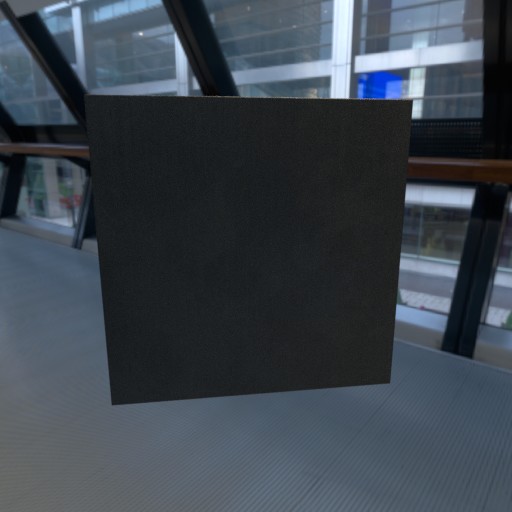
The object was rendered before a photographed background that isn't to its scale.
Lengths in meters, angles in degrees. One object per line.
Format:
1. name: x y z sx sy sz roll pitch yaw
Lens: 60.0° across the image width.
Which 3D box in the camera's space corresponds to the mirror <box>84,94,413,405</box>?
1. mirror: 0.000 0.000 0.564 0.382 0.381 0.020 -2 14 -8
